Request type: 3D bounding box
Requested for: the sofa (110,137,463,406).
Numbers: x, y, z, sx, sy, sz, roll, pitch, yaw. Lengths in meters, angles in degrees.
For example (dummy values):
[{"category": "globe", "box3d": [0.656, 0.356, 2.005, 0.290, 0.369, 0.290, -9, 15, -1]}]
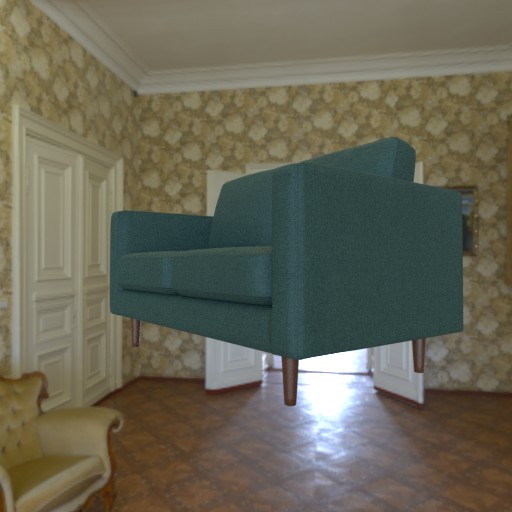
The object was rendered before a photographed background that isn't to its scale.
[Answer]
[{"category": "sofa", "box3d": [0.000, 0.000, 1.974, 0.879, 0.899, 1.430, 1, -2, -37]}]
